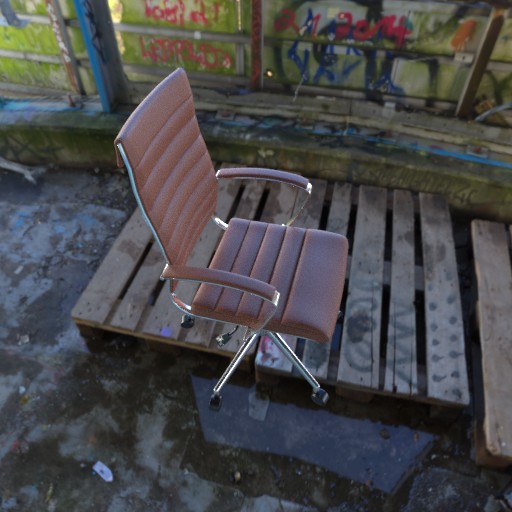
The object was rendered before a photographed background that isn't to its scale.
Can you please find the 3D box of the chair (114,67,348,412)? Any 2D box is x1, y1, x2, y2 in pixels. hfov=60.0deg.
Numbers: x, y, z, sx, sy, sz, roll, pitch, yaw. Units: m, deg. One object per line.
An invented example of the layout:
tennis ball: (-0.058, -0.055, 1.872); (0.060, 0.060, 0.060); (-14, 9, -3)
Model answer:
chair: (0.000, 0.000, 1.638); (0.739, 1.149, 0.766); (11, 48, 10)
